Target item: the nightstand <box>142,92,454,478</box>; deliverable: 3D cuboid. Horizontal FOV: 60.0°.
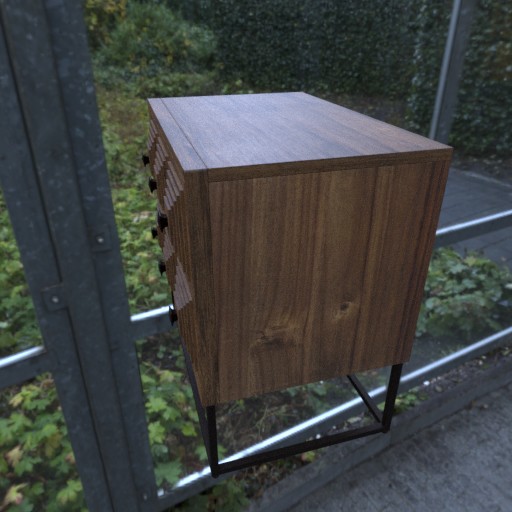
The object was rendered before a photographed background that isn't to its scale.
[{"bbox_3d":[0.000,0.000,1.006,0.437,0.610,0.610,-8,29,-15],"label":"nightstand"}]
